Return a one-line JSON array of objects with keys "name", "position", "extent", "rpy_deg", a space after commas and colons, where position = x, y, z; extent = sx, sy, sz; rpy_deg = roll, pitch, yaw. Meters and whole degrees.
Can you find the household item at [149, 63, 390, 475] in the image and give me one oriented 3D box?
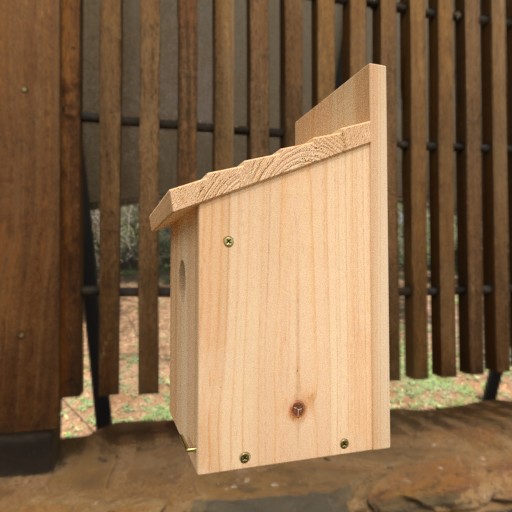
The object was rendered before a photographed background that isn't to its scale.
[{"name": "household item", "position": [0.000, 0.000, 0.389], "extent": [0.171, 0.300, 0.149], "rpy_deg": [1, -2, -18]}]
